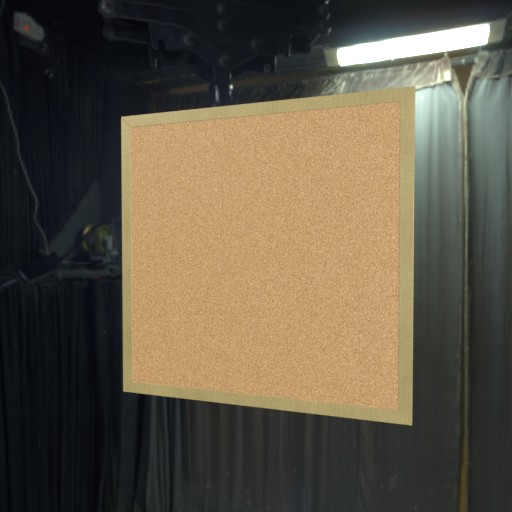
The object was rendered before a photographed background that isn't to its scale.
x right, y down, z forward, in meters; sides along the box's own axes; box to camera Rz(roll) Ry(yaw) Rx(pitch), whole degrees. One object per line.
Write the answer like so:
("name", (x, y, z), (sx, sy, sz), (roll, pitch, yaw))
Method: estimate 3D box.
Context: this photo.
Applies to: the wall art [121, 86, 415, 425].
("wall art", (0.000, 0.000, 0.758), (0.508, 0.508, 0.038), (0, 1, 18))
